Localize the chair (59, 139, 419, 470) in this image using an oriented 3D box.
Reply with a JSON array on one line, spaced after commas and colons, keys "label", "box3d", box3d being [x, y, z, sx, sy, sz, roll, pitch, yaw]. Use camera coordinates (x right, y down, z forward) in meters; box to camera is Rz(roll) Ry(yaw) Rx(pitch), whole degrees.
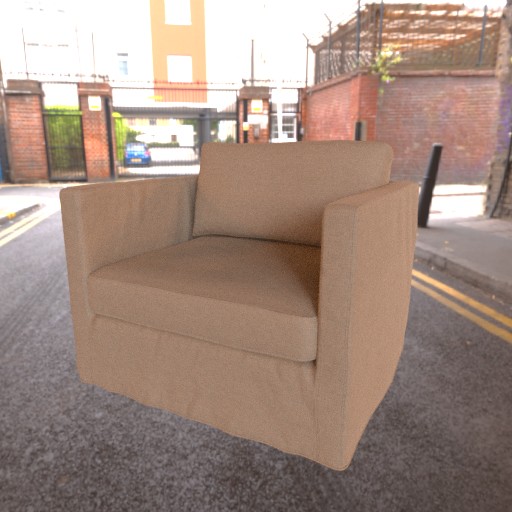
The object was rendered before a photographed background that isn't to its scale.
[{"label": "chair", "box3d": [0.000, 0.000, 1.703, 1.057, 0.867, 0.949, 7, 16, 27]}]
